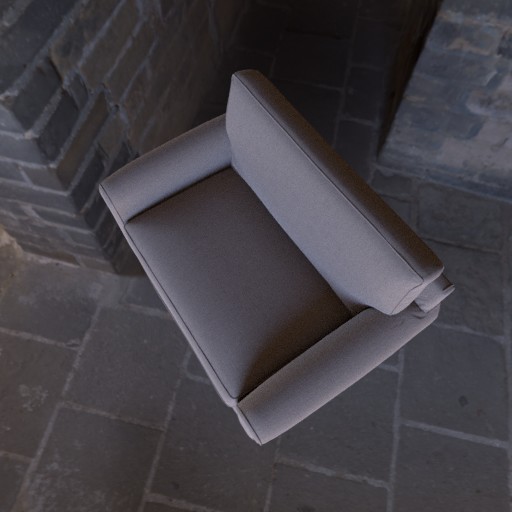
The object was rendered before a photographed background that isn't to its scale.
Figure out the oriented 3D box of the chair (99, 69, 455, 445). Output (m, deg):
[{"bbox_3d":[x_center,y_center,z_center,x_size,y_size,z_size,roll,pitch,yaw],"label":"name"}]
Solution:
[{"bbox_3d":[0.000,0.000,2.031,0.930,0.930,1.390,-31,68,-14],"label":"chair"}]
